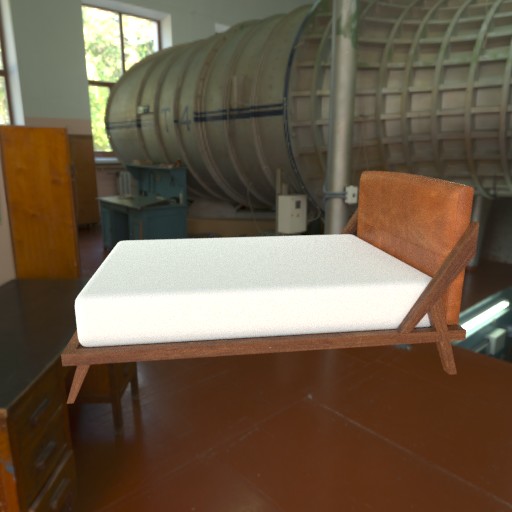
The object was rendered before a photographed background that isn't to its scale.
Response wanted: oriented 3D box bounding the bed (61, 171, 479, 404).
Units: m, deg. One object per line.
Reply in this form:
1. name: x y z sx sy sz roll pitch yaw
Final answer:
1. bed: 0.000 0.000 3.217 2.311 1.168 1.651 -2 14 -8
